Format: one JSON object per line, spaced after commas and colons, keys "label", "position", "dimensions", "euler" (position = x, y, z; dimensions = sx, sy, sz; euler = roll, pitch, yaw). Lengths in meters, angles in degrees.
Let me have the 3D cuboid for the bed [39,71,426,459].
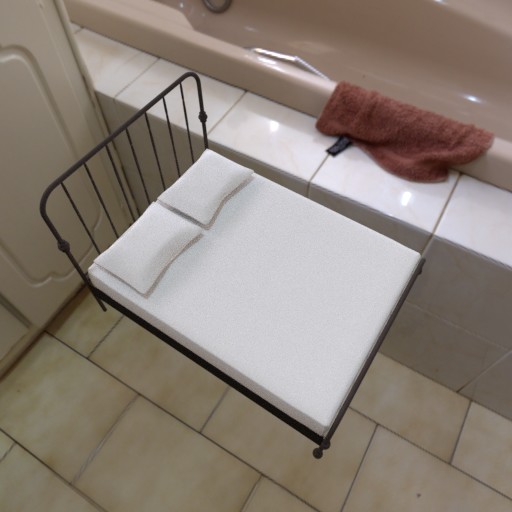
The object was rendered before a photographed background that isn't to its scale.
{"label": "bed", "position": [0.000, 0.000, 3.203], "dimensions": [2.134, 1.446, 1.616], "euler": [29, 62, 17]}
